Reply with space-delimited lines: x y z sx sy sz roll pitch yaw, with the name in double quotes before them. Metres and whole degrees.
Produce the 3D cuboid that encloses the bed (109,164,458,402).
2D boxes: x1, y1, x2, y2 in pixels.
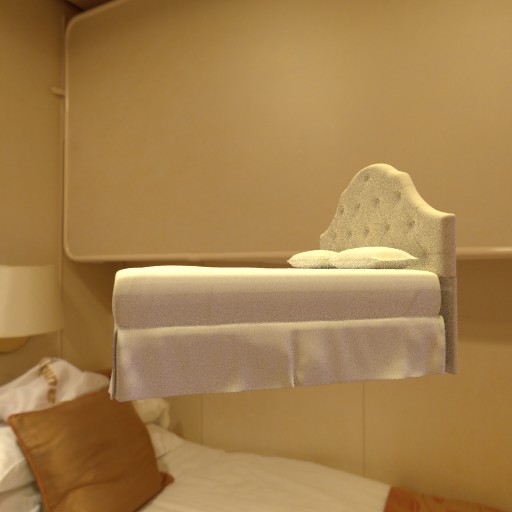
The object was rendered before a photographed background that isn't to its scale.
"bed" 0.000 0.000 3.578 2.214 1.615 2.008 0 -2 -17
